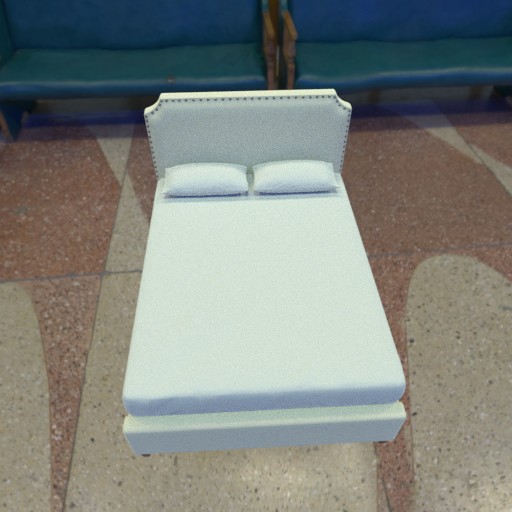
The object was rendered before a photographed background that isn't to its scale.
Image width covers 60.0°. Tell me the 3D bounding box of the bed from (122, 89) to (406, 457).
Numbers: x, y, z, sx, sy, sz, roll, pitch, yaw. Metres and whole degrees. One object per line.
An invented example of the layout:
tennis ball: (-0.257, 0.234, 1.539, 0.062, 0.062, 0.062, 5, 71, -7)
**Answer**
bed: (0.000, 0.000, 3.255, 1.703, 1.415, 2.329, -2, 46, -2)
